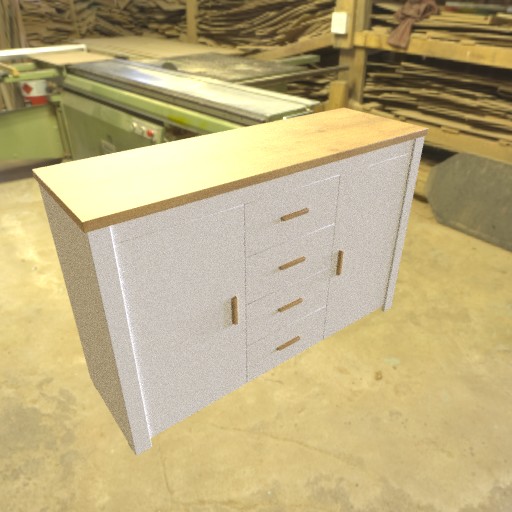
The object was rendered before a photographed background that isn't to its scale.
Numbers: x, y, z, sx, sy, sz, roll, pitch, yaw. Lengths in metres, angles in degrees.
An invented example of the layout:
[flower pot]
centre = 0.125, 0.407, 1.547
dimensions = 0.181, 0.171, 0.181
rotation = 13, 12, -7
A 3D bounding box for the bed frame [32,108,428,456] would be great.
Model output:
[bed frame]
centre = 0.000, 0.000, 1.689
dimensions = 1.300, 0.850, 0.430
rotation = -21, 37, -31
